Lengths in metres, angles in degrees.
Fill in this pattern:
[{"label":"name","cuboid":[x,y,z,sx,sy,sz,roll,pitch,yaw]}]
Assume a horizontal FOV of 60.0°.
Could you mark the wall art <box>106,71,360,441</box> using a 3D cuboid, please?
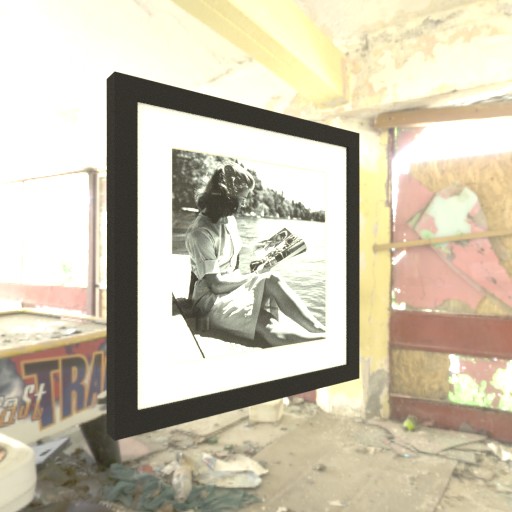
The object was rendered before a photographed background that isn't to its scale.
[{"label":"wall art","cuboid":[0.000,0.000,0.701,0.462,0.458,0.030,0,0,-37]}]
